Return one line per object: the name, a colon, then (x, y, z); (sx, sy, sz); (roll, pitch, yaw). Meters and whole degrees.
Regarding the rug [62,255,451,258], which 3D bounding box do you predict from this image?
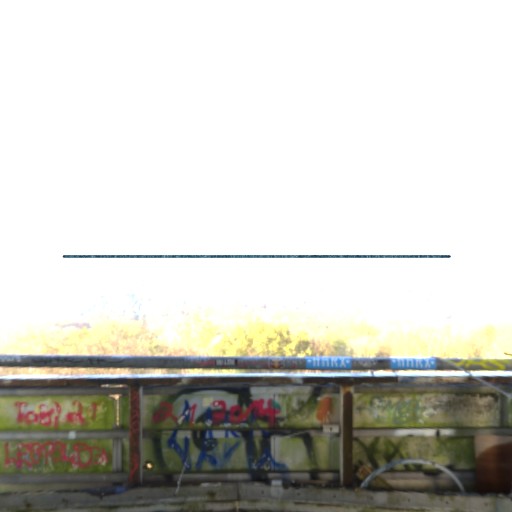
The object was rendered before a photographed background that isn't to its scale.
rug: (0.000, 0.000, 2.827); (1.490, 0.015, 2.277); (0, 0, 0)
